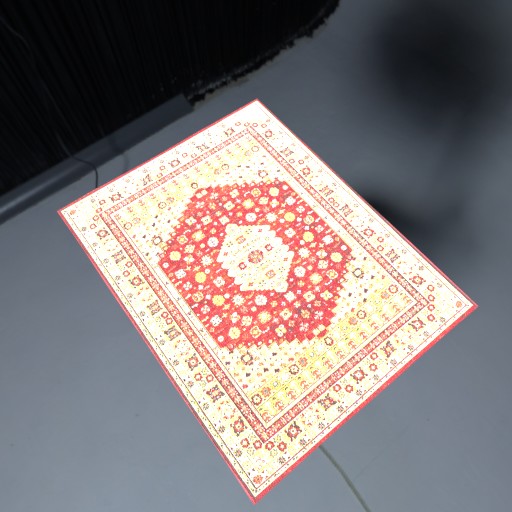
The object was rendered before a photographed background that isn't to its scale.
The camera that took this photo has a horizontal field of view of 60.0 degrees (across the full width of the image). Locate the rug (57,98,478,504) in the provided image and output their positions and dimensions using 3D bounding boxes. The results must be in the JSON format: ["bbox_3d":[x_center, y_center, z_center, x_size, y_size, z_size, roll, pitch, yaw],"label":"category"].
[{"bbox_3d":[0.000,0.000,3.955,2.387,0.013,3.053,-34,68,-16],"label":"rug"}]
